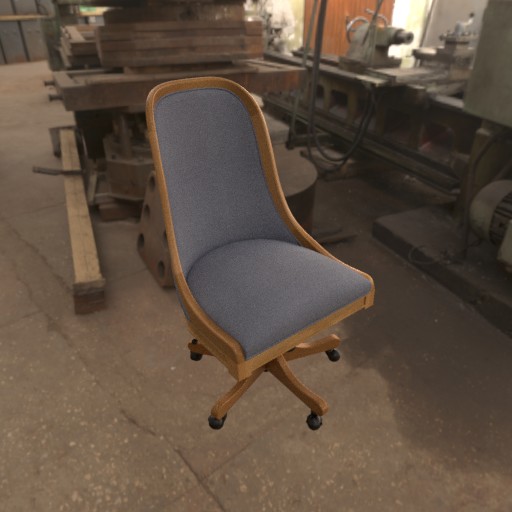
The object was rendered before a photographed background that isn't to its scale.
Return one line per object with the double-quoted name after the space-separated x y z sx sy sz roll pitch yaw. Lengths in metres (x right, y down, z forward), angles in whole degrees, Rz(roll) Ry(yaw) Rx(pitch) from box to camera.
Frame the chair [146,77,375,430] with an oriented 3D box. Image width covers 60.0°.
0.000 0.000 1.487 0.605 1.031 0.735 -22 37 -32 "chair"
